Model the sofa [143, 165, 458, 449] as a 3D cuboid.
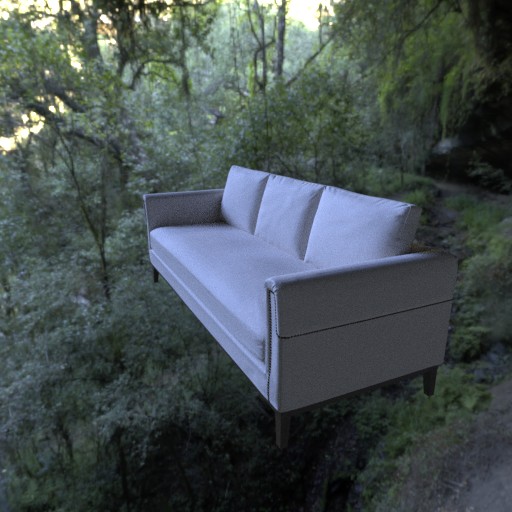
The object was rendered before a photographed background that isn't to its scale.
[{"bbox_3d":[0.000,0.000,2.711,0.902,0.911,2.198,-8,19,-25],"label":"sofa"}]
